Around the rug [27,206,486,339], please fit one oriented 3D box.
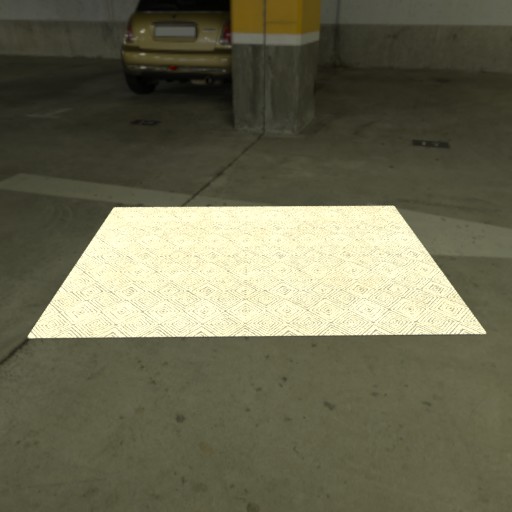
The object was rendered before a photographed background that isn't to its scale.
[{"bbox_3d":[0.000,0.000,2.849,2.238,0.008,1.593,0,29,-1],"label":"rug"}]
